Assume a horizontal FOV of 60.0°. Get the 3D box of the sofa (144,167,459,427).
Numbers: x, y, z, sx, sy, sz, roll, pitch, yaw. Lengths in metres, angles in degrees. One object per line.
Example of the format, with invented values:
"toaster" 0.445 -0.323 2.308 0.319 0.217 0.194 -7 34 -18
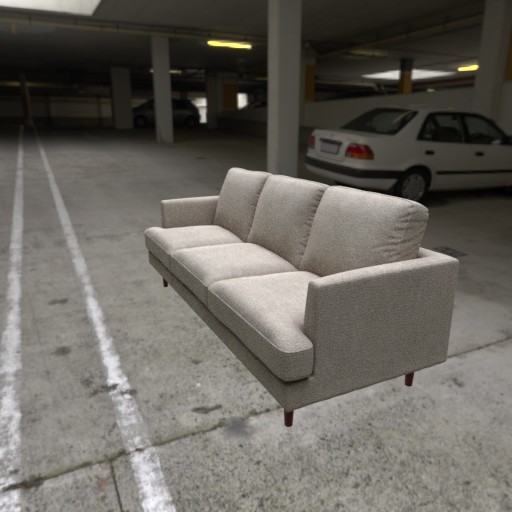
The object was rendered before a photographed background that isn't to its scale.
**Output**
"sofa" 0.000 0.000 2.749 0.903 0.930 2.246 -8 18 -25
